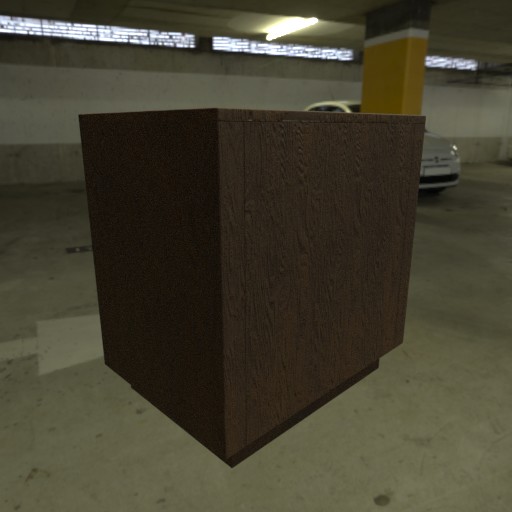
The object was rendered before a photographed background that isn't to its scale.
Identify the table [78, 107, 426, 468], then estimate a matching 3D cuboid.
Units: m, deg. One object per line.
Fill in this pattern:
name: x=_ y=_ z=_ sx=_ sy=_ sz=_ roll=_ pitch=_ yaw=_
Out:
table: x=0.000 y=0.000 z=0.964 sx=0.560 sy=0.585 sz=0.439 roll=-15 pitch=22 yaw=-42
